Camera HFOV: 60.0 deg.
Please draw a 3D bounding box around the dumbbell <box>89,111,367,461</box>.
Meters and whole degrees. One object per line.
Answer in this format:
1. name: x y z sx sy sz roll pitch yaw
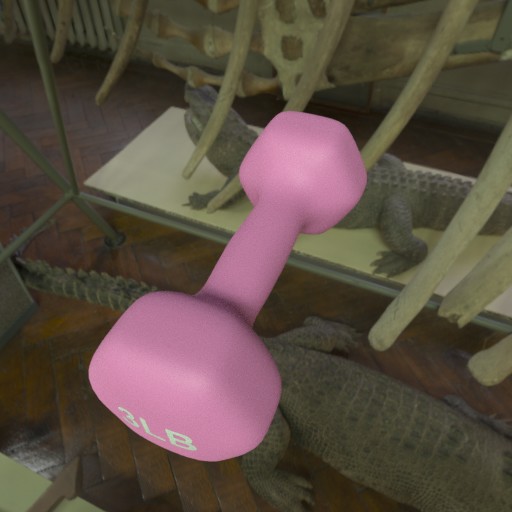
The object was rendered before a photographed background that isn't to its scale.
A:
1. dumbbell: 0.000 0.000 0.184 0.064 0.058 0.159 17 49 16
